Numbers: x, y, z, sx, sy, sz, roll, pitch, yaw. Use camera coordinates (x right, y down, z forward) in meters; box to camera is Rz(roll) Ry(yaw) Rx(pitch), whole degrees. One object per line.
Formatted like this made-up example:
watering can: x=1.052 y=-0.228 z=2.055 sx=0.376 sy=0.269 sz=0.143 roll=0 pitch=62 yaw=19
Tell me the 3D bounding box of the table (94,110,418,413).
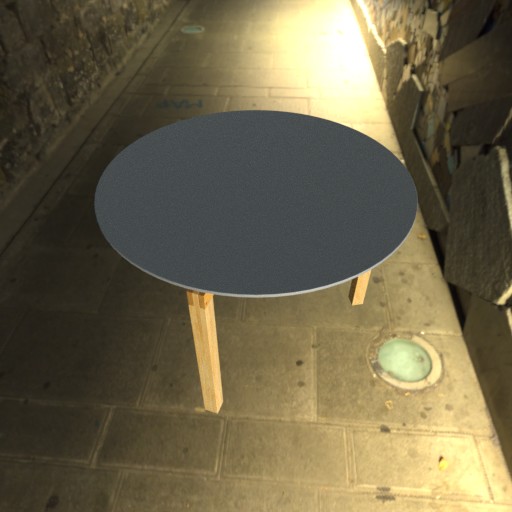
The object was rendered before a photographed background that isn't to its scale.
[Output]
table: x=0.000 y=0.000 z=0.988 sx=0.600 sy=0.405 sz=0.600 roll=0 pitch=43 yaw=0
